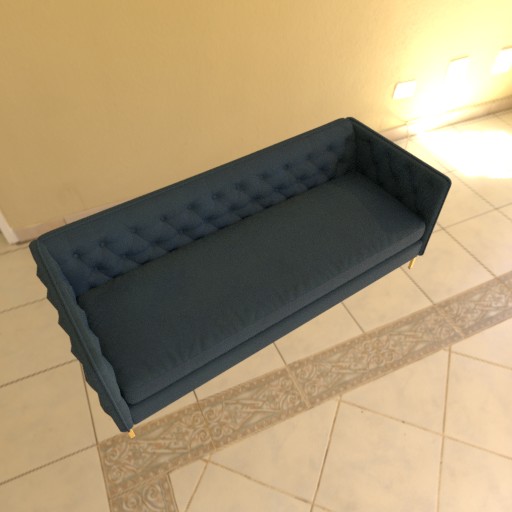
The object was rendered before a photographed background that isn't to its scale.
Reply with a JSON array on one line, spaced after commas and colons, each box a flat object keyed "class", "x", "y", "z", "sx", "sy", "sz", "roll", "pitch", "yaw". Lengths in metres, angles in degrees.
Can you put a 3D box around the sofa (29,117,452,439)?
[{"class": "sofa", "x": 0.000, "y": 0.000, "z": 2.634, "sx": 2.209, "sy": 0.771, "sz": 0.895, "roll": -26, "pitch": 52, "yaw": -23}]
